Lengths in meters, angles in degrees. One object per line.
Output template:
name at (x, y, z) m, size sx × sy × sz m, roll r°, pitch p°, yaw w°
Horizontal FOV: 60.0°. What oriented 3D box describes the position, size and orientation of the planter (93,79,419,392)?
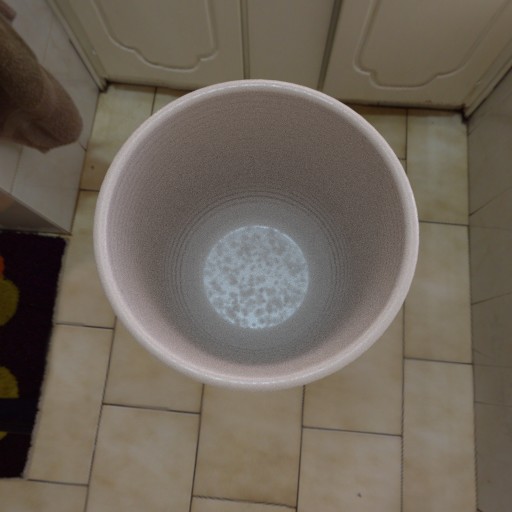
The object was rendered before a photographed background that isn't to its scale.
planter at (0.000, 0.000, 0.302) m, size 0.170 × 0.152 × 0.170 m, roll 0°, pitch 76°, yaw 0°
